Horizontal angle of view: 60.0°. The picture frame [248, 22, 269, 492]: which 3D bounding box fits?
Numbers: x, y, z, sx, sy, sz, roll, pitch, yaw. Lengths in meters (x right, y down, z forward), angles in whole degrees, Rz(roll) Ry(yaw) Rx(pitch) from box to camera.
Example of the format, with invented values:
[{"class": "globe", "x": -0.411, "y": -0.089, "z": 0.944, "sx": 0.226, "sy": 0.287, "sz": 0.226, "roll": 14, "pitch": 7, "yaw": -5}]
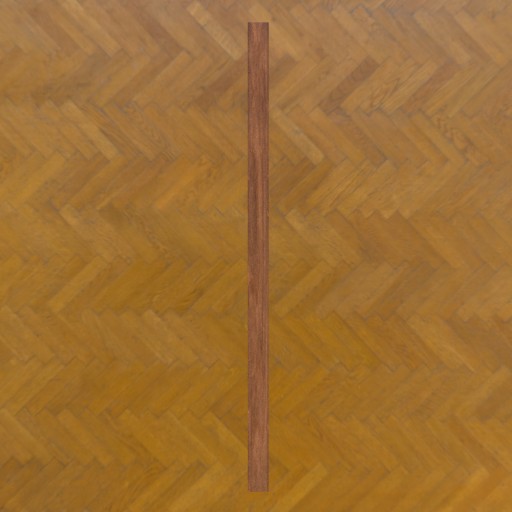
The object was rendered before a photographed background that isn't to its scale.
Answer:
[{"class": "picture frame", "x": 0.000, "y": 0.000, "z": 0.756, "sx": 0.025, "sy": 0.457, "sz": 0.559, "roll": 0, "pitch": 91, "yaw": -1}]
